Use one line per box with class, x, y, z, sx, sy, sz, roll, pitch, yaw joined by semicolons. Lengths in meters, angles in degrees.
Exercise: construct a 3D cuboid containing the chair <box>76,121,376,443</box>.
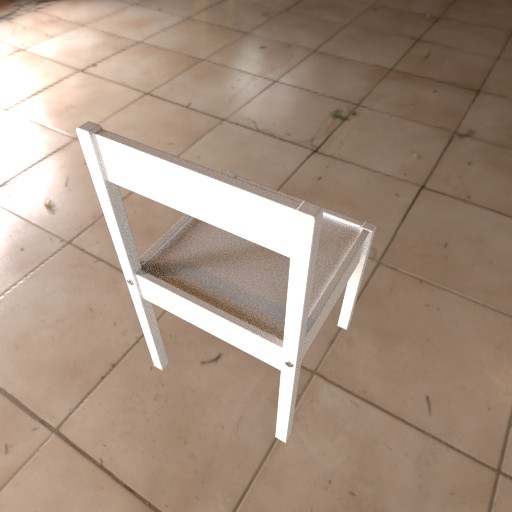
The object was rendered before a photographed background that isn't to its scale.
chair;0.000;0.000;0.692;0.285;0.505;0.285;23;51;20
